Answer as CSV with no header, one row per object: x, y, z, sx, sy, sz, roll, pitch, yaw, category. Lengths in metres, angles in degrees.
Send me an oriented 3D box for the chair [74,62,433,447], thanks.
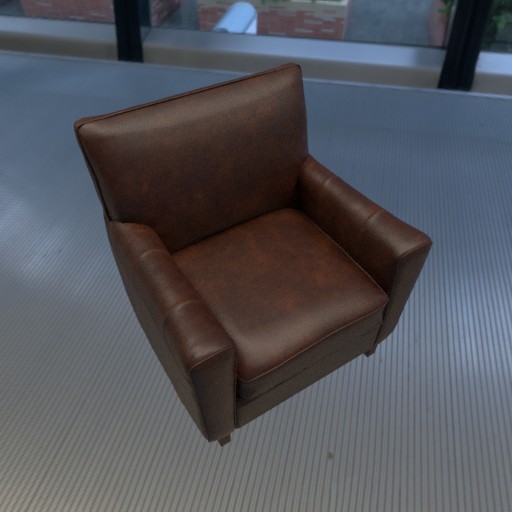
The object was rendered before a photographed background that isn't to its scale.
0.000,0.000,1.582,0.870,0.943,0.823,-24,51,-21,chair
